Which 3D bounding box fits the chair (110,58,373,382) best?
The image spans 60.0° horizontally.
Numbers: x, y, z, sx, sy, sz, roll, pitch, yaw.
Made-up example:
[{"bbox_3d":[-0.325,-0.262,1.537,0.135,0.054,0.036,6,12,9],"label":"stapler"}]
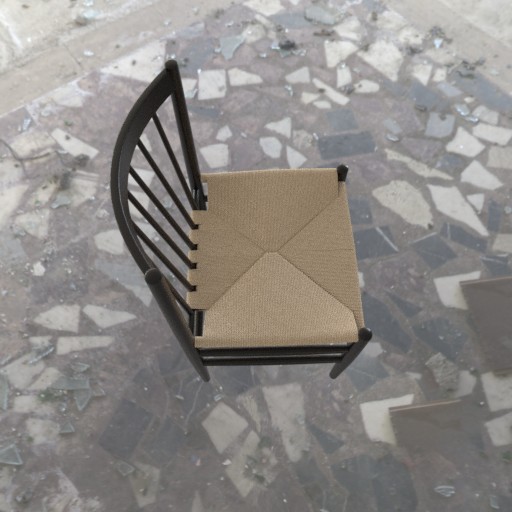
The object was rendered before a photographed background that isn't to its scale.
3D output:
[{"bbox_3d":[0.000,0.000,1.142,0.516,0.818,0.495,-1,64,-1],"label":"chair"}]
